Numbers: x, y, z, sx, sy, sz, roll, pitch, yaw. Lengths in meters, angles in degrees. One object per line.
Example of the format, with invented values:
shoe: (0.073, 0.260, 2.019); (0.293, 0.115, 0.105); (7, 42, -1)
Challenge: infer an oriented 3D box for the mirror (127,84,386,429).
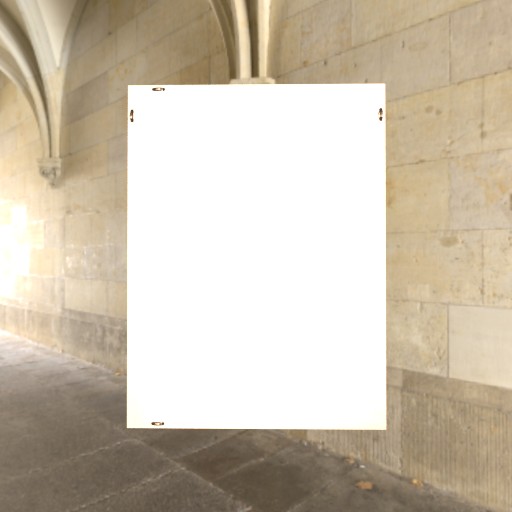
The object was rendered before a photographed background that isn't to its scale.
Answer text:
mirror: (0.000, 0.000, 1.323); (0.762, 1.016, 0.040); (0, -1, 1)
